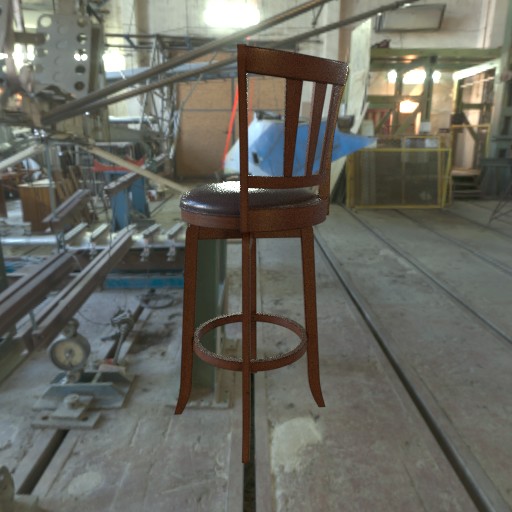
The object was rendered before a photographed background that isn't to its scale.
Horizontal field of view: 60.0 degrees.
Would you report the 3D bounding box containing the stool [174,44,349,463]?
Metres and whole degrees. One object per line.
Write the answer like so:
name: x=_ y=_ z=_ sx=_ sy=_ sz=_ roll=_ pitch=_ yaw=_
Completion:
stool: x=0.000 y=0.000 z=1.451 sx=0.503 sy=1.177 sz=0.464 roll=14 pitch=21 yaw=42
